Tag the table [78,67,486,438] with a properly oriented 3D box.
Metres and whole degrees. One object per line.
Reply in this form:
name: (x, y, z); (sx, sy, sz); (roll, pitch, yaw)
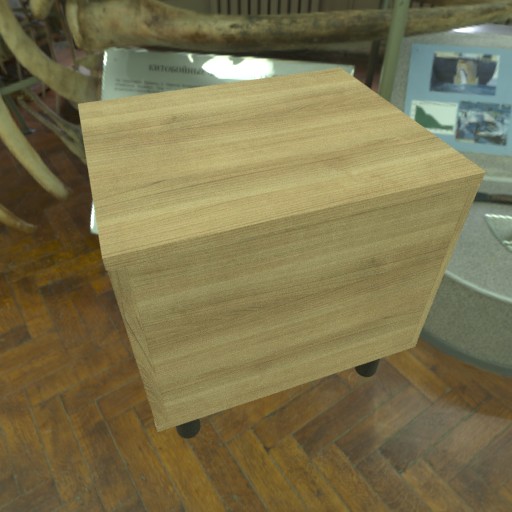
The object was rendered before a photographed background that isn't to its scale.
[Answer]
table: (0.000, 0.000, 0.758); (0.445, 0.460, 0.380); (-14, 44, -15)
